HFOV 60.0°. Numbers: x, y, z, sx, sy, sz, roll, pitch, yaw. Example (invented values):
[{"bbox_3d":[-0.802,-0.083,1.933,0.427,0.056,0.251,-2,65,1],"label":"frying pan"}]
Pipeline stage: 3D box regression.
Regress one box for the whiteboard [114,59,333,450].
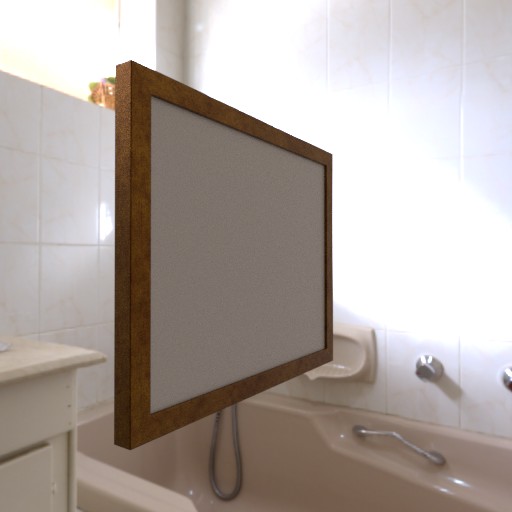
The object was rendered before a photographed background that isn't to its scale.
[{"bbox_3d":[0.000,0.000,0.758,0.029,0.457,0.561,0,-1,34],"label":"whiteboard"}]
